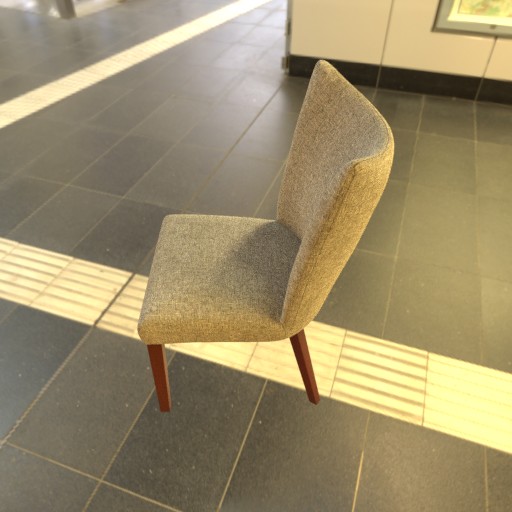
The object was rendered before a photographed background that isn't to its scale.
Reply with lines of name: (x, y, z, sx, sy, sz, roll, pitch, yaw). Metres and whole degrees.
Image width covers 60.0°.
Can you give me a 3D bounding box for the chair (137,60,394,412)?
chair: (0.000, 0.000, 1.283, 0.623, 0.924, 0.535, 0, 42, 0)
